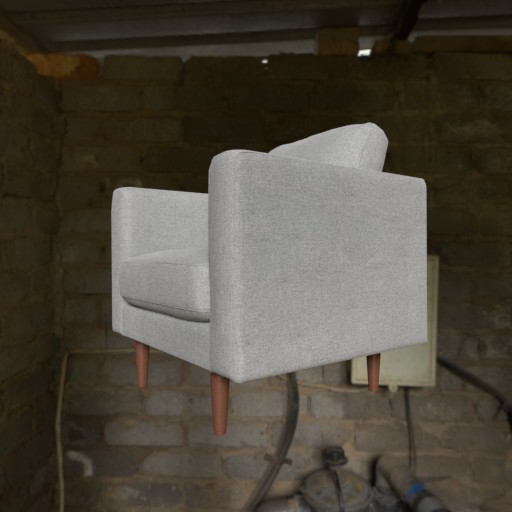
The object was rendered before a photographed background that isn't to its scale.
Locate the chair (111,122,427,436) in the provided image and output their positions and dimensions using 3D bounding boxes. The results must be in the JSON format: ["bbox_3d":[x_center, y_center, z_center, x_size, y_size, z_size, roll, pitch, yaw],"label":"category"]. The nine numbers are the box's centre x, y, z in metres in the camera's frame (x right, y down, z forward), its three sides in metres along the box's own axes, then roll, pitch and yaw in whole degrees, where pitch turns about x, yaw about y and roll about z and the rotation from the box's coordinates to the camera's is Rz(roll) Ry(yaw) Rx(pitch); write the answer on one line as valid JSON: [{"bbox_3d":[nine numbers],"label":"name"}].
[{"bbox_3d":[0.000,0.000,1.553,0.800,0.927,0.855,0,0,-36],"label":"chair"}]
